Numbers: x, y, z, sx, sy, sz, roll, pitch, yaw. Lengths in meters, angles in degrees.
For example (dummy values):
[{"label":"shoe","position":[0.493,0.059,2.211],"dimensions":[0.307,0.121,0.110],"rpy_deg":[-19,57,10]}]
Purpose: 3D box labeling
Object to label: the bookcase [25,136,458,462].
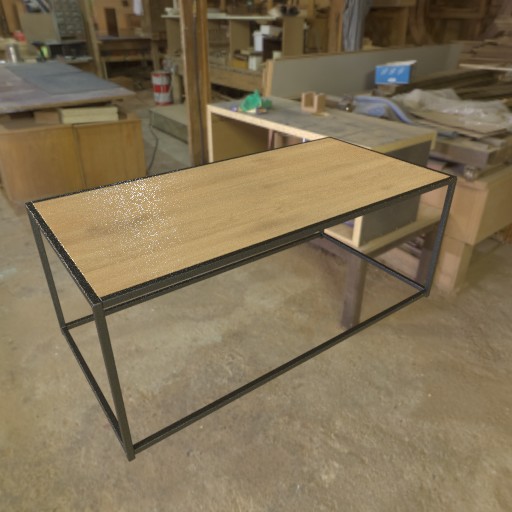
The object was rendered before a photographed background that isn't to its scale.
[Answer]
[{"label":"bookcase","position":[0.000,0.000,1.232],"dimensions":[1.000,0.400,0.500],"rpy_deg":[-20,36,-30]}]
